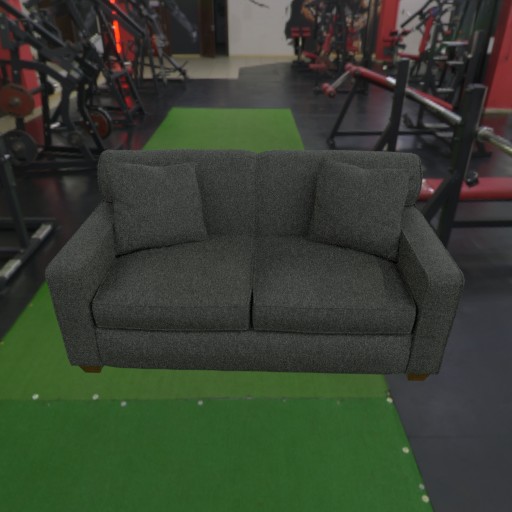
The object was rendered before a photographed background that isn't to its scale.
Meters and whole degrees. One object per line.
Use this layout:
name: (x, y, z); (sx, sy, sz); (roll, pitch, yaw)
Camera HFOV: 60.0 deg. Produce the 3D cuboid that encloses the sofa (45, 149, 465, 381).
sofa: (0.000, 0.000, 2.390); (1.846, 0.958, 0.998); (1, 30, 2)
